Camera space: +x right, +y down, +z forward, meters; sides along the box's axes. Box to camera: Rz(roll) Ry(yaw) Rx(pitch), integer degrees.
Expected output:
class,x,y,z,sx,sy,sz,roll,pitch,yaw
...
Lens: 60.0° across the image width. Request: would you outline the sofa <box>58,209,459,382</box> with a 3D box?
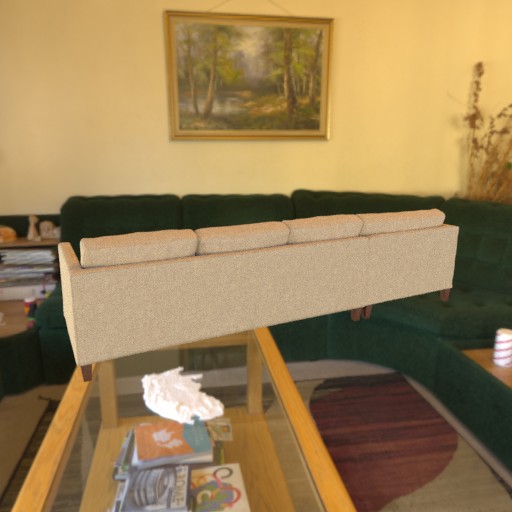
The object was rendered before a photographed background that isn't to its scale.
class,x,y,z,sx,sy,sz,roll,pitch,yaw
sofa,0.000,0.000,3.918,3.186,0.846,1.625,-7,16,-26
